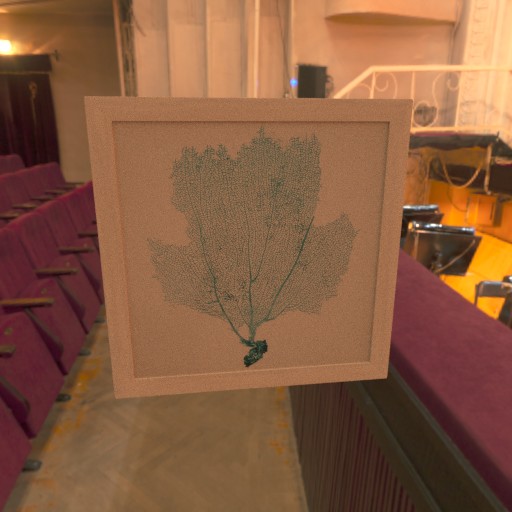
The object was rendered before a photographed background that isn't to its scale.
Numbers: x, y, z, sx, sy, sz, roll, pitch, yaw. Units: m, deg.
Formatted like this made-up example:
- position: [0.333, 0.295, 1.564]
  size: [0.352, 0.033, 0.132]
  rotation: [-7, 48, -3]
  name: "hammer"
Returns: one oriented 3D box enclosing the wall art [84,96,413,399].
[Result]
- position: [0.000, 0.000, 0.869]
  size: [0.584, 0.584, 0.013]
  rotation: [-2, 17, -7]
  name: "wall art"
